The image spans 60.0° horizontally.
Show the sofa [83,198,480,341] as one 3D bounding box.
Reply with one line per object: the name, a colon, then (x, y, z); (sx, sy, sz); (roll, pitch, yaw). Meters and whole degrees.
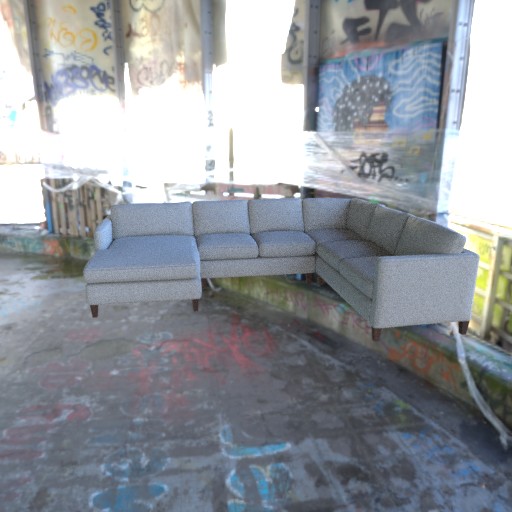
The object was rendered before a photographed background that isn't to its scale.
sofa: (0.000, 0.000, 4.739); (3.460, 0.959, 2.593); (-2, 15, -9)
